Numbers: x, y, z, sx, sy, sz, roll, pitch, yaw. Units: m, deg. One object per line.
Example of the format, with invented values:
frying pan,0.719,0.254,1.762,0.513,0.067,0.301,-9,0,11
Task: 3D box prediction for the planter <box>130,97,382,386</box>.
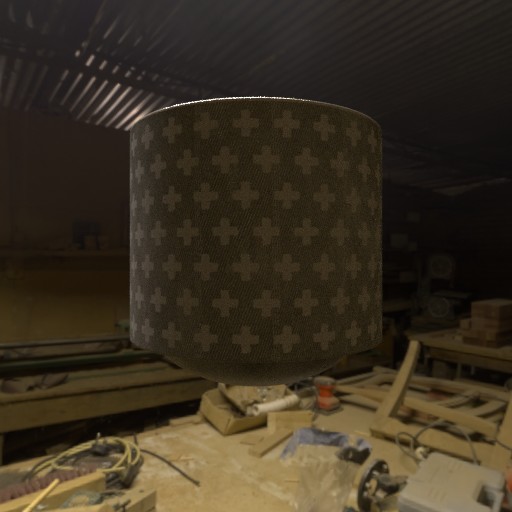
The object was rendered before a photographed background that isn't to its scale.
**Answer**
planter,0.000,0.000,0.347,0.190,0.181,0.190,0,0,0
